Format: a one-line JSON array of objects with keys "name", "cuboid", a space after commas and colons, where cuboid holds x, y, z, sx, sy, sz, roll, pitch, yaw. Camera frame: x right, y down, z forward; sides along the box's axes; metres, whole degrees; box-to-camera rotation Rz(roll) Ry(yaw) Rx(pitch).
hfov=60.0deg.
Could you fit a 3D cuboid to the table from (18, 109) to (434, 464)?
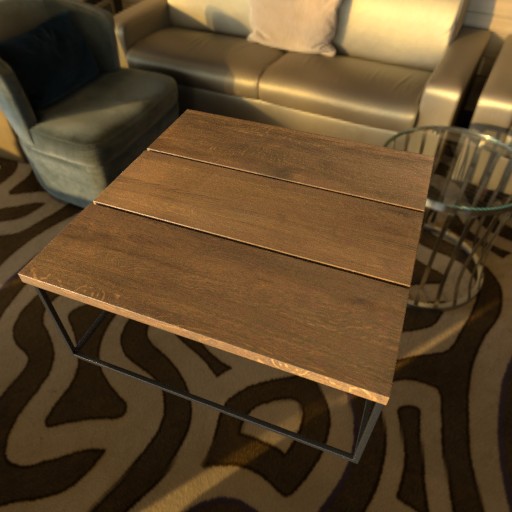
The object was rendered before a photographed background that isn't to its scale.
[{"name": "table", "cuboid": [0.000, 0.000, 1.406, 0.900, 0.400, 0.900, 15, 47, 15]}]
